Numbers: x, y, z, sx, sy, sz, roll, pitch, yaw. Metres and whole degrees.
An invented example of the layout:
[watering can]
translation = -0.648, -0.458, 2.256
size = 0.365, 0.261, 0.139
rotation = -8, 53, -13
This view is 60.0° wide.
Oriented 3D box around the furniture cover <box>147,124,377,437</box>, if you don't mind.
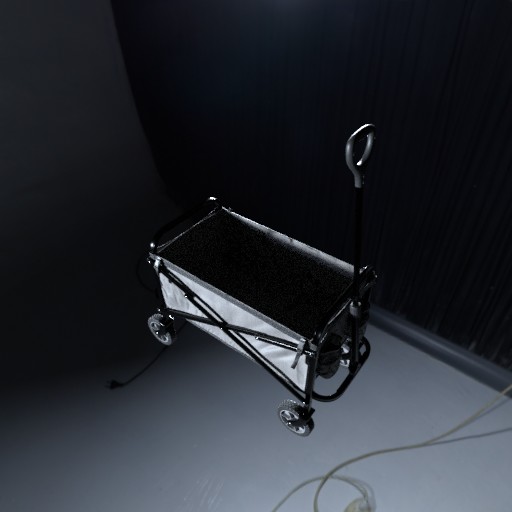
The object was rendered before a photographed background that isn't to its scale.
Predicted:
[furniture cover]
translation = 0.000, 0.000, 1.817
size = 1.038, 1.295, 0.532
rotation = 26, 46, 28
